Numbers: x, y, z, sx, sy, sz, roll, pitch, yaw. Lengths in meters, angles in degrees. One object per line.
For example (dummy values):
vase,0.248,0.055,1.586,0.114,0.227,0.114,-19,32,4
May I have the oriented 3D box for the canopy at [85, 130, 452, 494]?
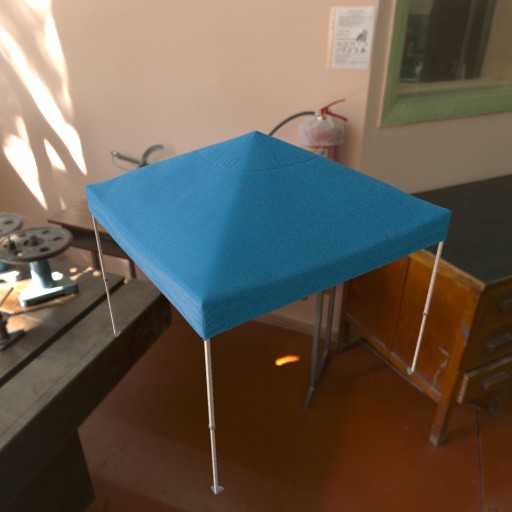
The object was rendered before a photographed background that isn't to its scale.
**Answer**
canopy,0.000,0.000,5.358,2.996,2.997,2.998,-18,34,-30
